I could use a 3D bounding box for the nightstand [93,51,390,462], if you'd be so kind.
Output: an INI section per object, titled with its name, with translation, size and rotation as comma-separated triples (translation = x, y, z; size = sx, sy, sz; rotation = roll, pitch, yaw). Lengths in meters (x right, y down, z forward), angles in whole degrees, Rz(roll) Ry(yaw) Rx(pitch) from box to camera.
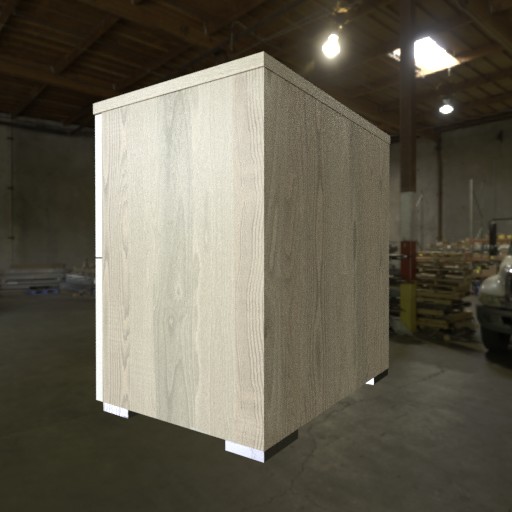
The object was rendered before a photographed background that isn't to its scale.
[nightstand]
translation = 0.000, 0.000, 0.769
size = 0.325, 0.461, 0.442
rotation = 0, 1, 35
